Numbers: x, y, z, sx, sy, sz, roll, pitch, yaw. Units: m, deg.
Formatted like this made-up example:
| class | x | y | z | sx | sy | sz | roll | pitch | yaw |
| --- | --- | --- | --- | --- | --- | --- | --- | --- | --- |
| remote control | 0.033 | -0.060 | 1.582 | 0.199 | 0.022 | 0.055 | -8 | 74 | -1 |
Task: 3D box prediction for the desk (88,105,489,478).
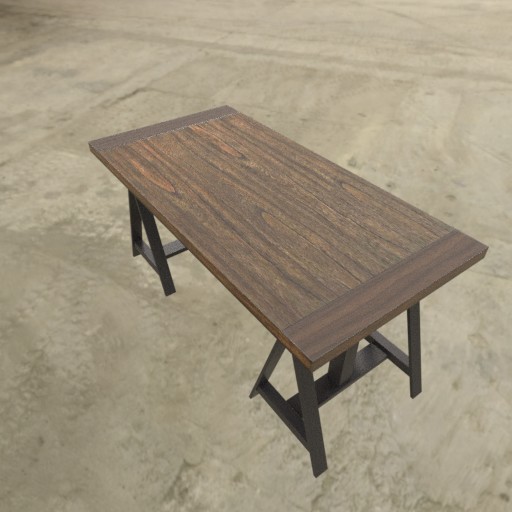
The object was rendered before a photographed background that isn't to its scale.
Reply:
| class | x | y | z | sx | sy | sz | roll | pitch | yaw |
| --- | --- | --- | --- | --- | --- | --- | --- | --- | --- |
| desk | 0.000 | 0.000 | 1.961 | 0.784 | 0.725 | 1.543 | -25 | 46 | -27 |
